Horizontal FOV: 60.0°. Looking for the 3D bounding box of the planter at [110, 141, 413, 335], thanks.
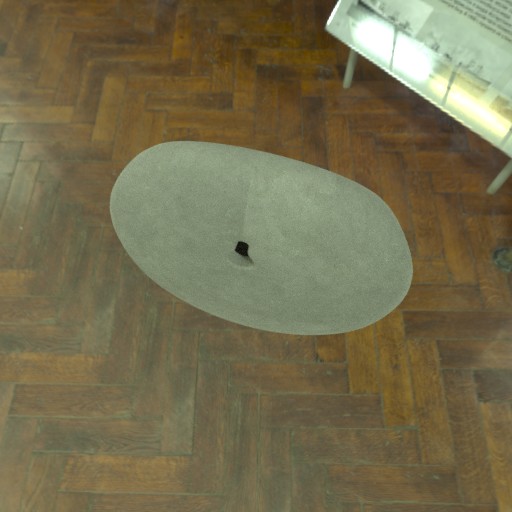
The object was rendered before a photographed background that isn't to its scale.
[{"bbox_3d":[0.000,0.000,0.276,0.185,0.188,0.071,14,65,7],"label":"planter"}]
